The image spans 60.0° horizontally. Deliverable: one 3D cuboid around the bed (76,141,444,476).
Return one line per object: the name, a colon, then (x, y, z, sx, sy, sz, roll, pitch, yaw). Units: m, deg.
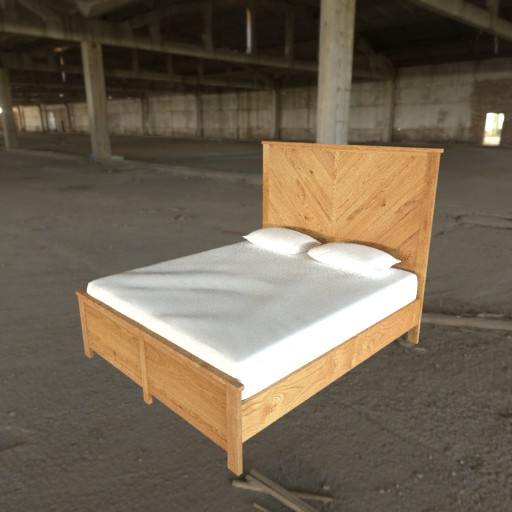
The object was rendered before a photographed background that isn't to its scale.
bed: (0.000, 0.000, 3.609, 1.936, 1.686, 2.201, 16, 23, 42)
